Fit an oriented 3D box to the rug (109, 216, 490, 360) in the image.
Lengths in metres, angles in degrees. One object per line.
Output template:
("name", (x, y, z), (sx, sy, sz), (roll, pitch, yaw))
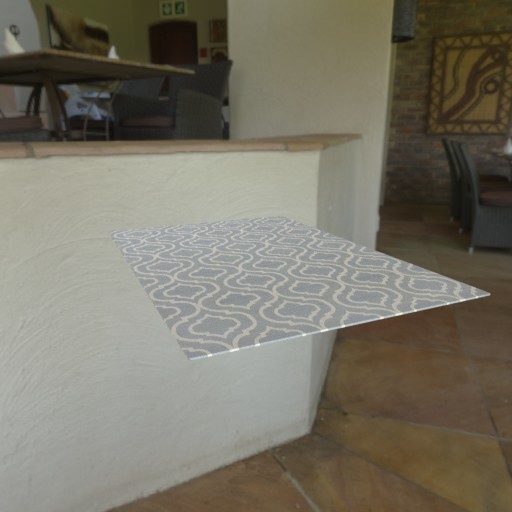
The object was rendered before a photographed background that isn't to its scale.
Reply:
("rug", (0.000, 0.000, 2.676), (1.451, 0.010, 2.080), (-7, 18, -24))
